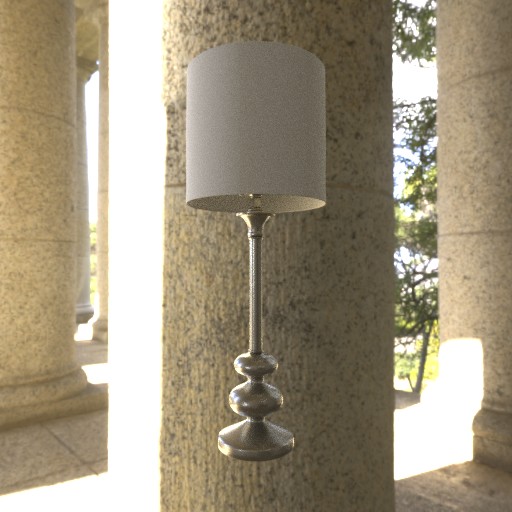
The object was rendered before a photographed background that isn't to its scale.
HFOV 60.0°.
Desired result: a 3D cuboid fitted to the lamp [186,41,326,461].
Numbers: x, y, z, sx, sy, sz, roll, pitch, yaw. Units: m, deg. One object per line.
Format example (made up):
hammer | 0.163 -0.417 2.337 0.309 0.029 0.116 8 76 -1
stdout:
lamp | 0.000 0.000 0.811 0.254 0.690 0.254 0 -1 19
